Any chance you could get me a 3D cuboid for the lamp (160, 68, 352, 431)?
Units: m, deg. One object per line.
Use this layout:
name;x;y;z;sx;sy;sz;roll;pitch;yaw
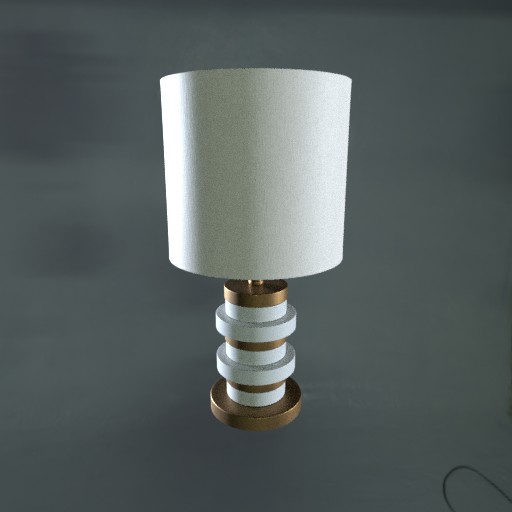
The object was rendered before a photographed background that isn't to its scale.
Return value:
lamp;0.000;0.000;0.547;0.210;0.410;0.210;-2;15;-7
